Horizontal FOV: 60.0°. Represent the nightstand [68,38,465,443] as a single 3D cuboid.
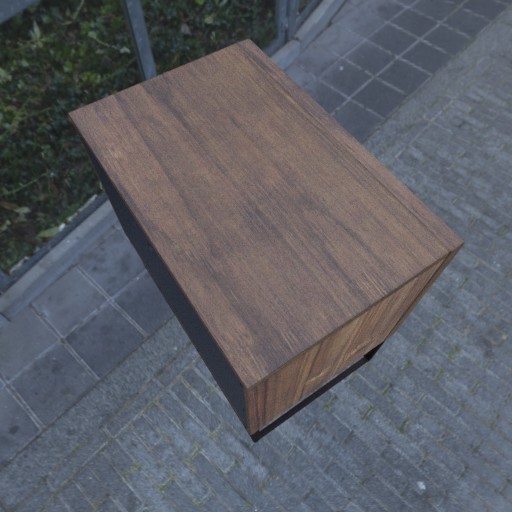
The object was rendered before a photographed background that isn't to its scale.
[{"bbox_3d":[0.000,0.000,1.023,0.437,0.610,0.610,-30,65,-16],"label":"nightstand"}]
